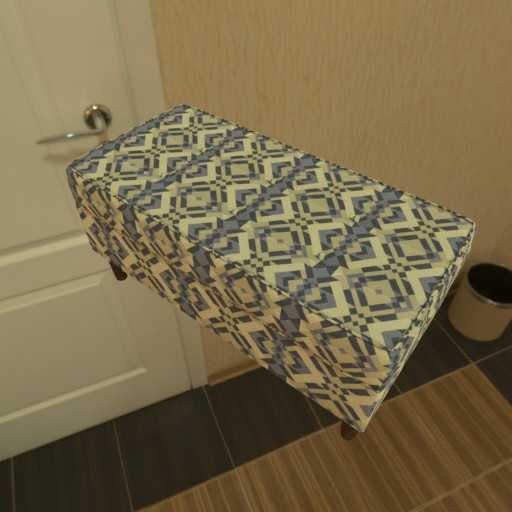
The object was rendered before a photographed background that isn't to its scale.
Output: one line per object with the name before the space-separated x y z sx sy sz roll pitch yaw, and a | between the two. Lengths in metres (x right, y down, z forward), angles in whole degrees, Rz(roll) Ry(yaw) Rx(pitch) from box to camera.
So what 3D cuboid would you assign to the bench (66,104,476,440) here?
bench | 0.000 0.000 1.309 1.016 0.477 0.492 29 52 25
